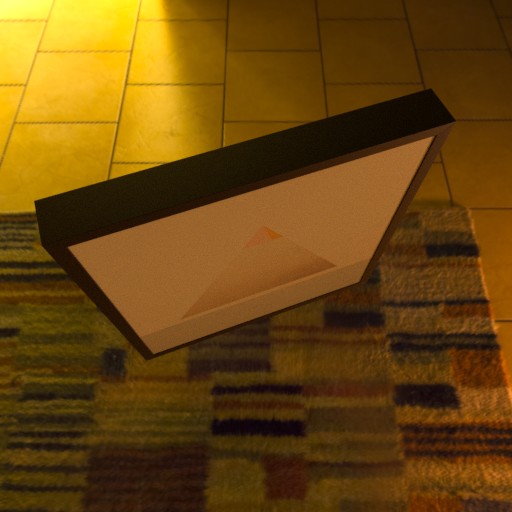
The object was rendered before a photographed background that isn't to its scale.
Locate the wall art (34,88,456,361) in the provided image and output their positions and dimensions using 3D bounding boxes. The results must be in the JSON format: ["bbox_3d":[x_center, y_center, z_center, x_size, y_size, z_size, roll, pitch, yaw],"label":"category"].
[{"bbox_3d":[0.000,0.000,0.448,0.304,0.303,0.037,-18,65,-9],"label":"wall art"}]
